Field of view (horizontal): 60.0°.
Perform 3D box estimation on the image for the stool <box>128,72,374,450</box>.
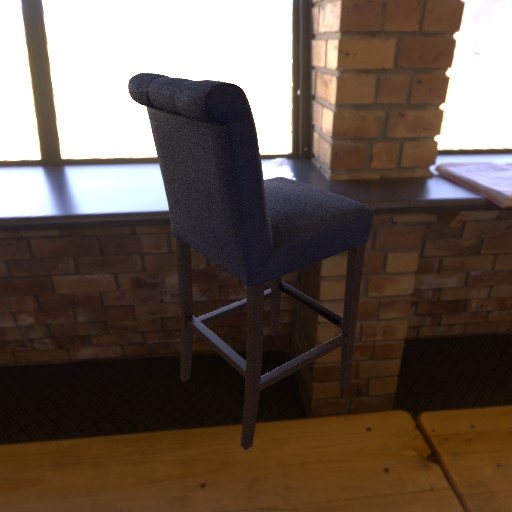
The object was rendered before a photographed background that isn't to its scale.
[{"bbox_3d":[0.000,0.000,1.486,0.601,1.140,0.493,-19,32,-33],"label":"stool"}]
